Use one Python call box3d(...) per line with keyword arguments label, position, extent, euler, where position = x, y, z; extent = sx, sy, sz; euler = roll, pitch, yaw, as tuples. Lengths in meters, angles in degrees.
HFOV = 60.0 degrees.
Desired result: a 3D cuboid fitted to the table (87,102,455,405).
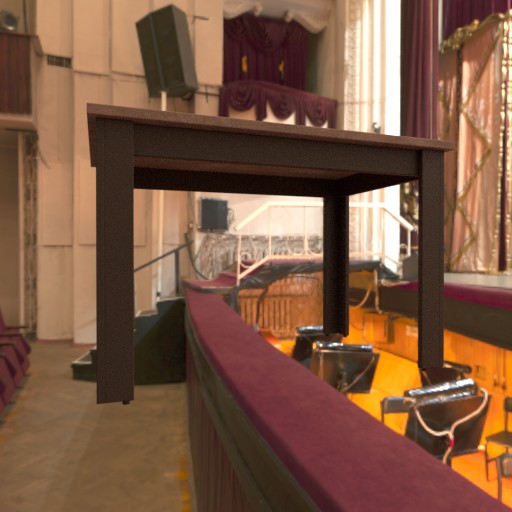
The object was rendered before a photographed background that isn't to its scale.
box3d(label="table", position=(0.000, 0.000, 1.564), extent=(1.100, 0.734, 0.700), euler=(0, 0, -20))
